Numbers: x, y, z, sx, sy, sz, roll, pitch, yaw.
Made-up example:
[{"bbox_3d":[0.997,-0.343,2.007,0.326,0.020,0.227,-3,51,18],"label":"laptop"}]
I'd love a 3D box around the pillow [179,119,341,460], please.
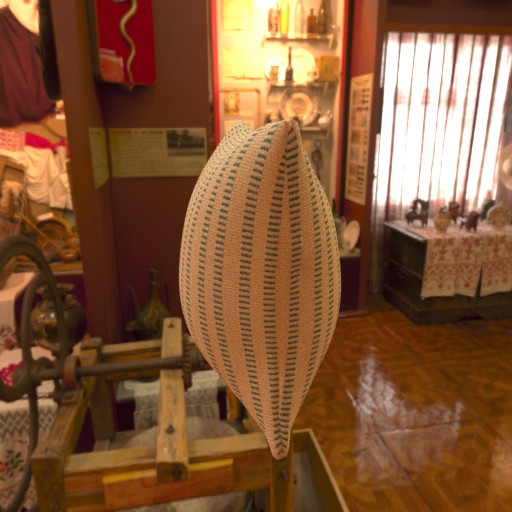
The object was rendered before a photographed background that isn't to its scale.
[{"bbox_3d":[0.000,0.000,0.711,0.247,0.419,0.438,-3,17,-9],"label":"pillow"}]
